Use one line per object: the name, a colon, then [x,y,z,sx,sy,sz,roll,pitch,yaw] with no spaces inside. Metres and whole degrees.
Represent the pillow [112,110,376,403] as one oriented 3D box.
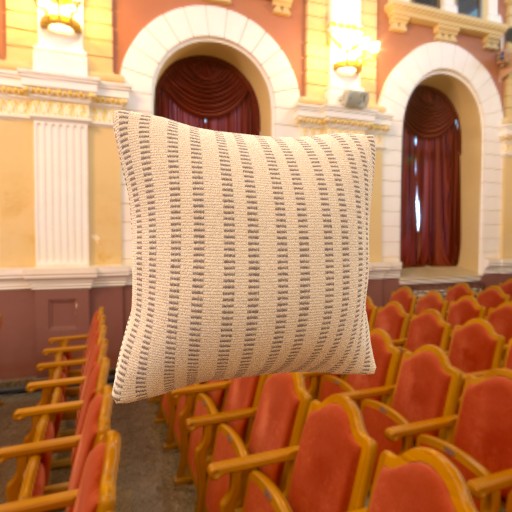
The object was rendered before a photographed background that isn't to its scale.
pillow: [0.000,0.000,0.702,0.438,0.419,0.247,-1,2,-19]
